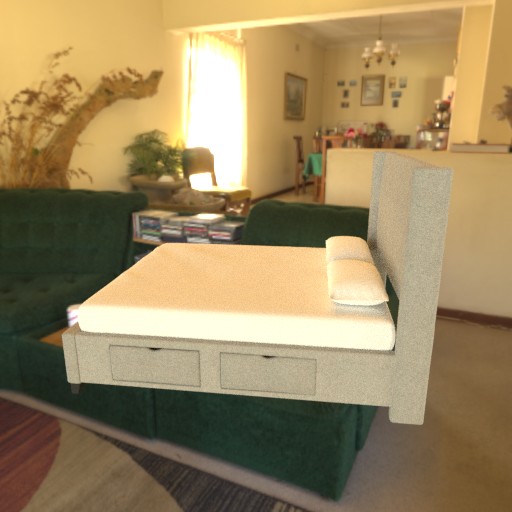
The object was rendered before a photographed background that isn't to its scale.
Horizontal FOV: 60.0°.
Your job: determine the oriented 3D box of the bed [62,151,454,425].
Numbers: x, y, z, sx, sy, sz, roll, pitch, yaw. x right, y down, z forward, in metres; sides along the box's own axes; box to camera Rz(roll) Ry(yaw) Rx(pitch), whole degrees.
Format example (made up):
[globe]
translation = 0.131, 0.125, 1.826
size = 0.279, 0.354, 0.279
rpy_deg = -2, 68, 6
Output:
[bed]
translation = 0.000, 0.000, 3.373
size = 2.222, 1.491, 1.774
rpy_deg = 2, 16, 8
